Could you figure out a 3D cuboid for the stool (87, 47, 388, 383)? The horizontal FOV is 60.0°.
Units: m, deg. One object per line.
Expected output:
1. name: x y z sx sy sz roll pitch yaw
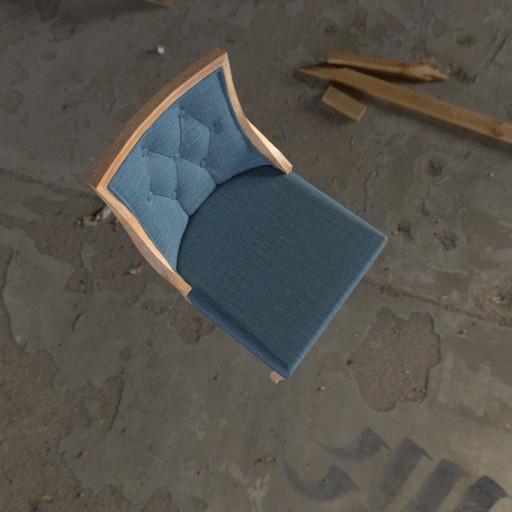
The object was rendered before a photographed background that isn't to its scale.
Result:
1. stool: 0.000 0.000 1.456 0.626 1.101 0.524 37 77 10
